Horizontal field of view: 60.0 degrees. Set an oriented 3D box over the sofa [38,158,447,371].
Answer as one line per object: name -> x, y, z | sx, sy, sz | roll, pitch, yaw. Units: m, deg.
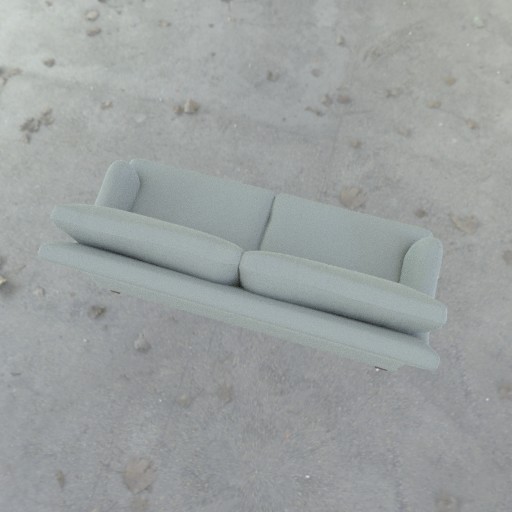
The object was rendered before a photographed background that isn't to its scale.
sofa -> 0.000, 0.000, 2.833 | 2.193, 1.096, 1.069 | 15, 65, 7
